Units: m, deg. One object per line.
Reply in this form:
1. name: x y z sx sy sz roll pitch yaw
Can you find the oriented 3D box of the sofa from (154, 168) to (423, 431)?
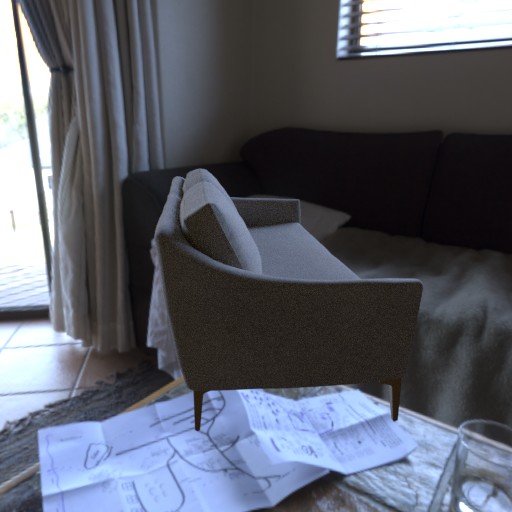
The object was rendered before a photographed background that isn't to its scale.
1. sofa: 0.000 0.000 2.566 0.980 0.913 2.036 -2 16 -8
